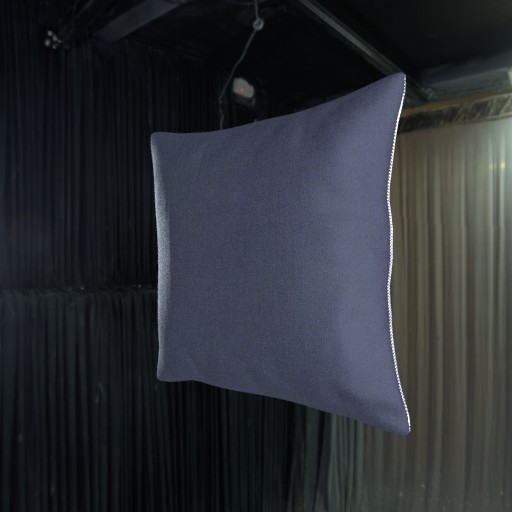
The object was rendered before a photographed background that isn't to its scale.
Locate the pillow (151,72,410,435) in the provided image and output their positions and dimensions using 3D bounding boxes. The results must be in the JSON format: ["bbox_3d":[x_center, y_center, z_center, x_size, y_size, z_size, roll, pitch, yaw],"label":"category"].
[{"bbox_3d":[0.000,0.000,0.767,0.520,0.508,0.166,0,0,36],"label":"pillow"}]
